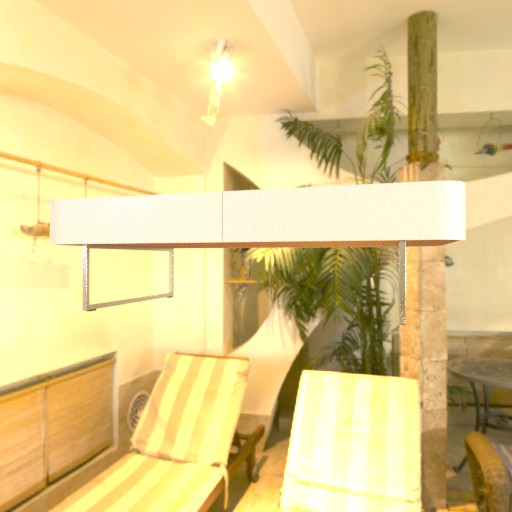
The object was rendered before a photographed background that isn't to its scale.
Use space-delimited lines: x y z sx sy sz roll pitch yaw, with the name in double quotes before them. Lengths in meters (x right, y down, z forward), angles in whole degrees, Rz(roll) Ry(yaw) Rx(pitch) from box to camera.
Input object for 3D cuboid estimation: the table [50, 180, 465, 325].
"table" 0.000 0.000 1.464 1.200 0.340 0.600 0 0 18
